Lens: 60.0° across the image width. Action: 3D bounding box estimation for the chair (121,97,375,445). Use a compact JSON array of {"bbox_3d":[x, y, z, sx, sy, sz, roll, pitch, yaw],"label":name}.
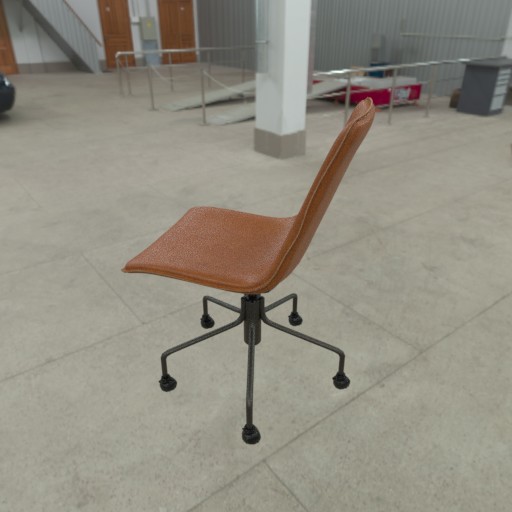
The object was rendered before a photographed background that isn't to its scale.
[{"bbox_3d":[0.000,0.000,1.367,0.660,0.920,0.651,8,29,15],"label":"chair"}]
